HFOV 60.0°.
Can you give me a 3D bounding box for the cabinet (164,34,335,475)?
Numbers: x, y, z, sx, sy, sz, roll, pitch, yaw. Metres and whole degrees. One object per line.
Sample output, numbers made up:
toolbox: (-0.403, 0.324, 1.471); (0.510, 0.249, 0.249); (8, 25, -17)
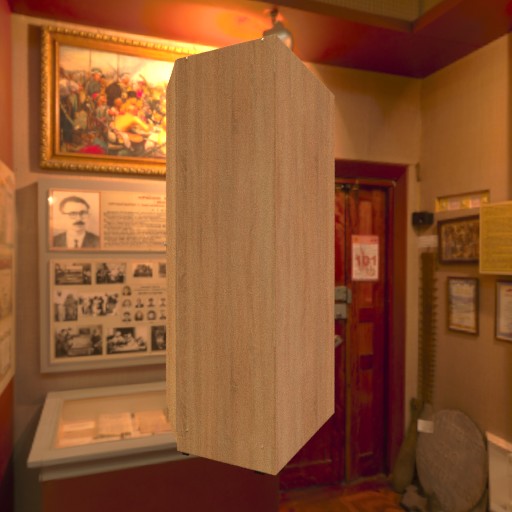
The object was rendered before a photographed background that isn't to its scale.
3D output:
cabinet: (0.000, 0.000, 2.781); (1.094, 2.120, 1.327); (0, 0, -18)
